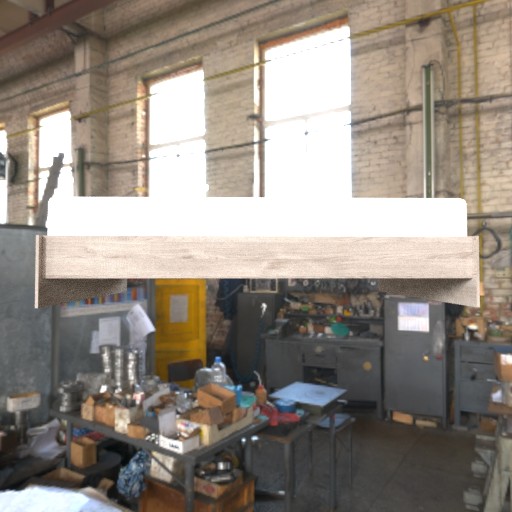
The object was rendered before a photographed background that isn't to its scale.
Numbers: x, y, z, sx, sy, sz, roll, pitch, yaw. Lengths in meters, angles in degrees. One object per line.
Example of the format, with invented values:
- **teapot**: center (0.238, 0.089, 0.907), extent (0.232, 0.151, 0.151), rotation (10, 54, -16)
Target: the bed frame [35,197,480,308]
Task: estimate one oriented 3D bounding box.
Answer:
- **bed frame**: center (0.000, 0.000, 2.666), extent (1.945, 0.497, 1.445), rotation (0, -2, -1)
